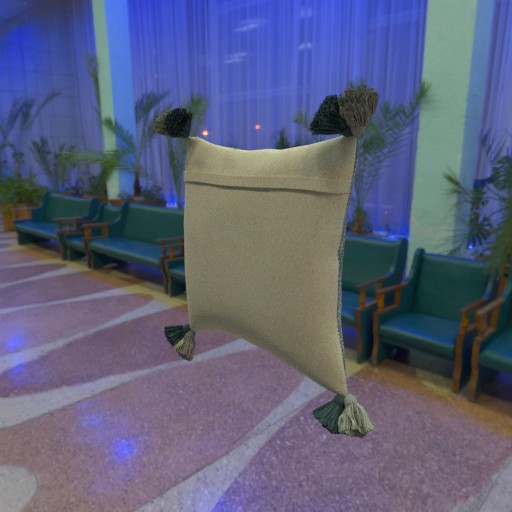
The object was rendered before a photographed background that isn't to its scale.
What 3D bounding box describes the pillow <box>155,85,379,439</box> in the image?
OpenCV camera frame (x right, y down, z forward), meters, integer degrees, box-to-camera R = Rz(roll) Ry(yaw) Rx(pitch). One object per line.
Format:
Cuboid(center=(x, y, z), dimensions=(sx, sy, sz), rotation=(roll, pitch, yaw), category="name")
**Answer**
Cuboid(center=(0.000, 0.000, 0.930), dimensions=(0.138, 0.634, 0.614), rotation=(-13, 19, -43), category="pillow")
